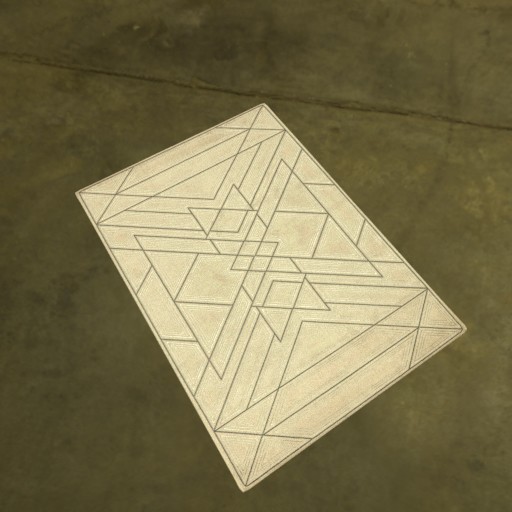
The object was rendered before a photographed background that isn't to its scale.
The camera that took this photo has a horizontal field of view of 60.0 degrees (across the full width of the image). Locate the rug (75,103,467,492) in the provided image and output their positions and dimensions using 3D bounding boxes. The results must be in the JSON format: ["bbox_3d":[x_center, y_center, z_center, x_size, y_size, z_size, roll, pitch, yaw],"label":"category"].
[{"bbox_3d":[0.000,0.000,4.391,2.436,0.026,3.381,-30,67,-14],"label":"rug"}]
